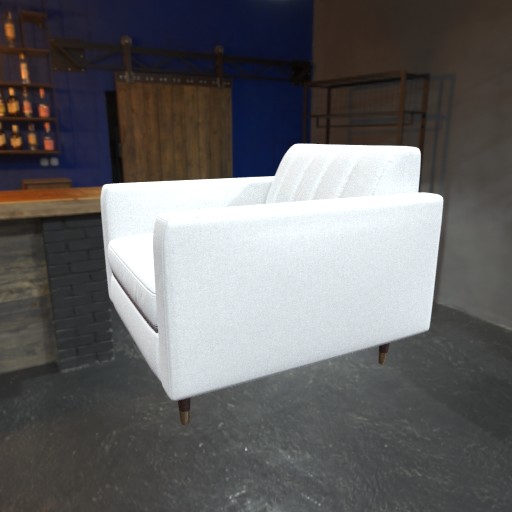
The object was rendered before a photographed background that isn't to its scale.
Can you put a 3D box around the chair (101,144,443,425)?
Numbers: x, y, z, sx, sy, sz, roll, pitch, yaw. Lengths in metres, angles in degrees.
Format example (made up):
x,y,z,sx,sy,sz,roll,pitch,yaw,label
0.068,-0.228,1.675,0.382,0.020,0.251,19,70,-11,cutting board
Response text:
x,y,z,sx,sy,sz,roll,pitch,yaw,label
0.000,0.000,1.697,0.998,0.819,0.953,-8,17,-27,chair
